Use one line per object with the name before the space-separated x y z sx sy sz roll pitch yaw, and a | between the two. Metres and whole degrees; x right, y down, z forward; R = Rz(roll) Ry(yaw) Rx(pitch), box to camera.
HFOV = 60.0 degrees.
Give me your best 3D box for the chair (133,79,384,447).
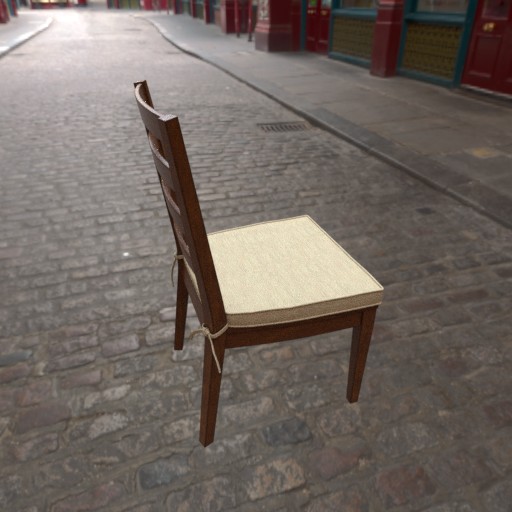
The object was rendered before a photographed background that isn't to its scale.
chair | 0.000 0.000 1.367 0.595 0.979 0.593 -10 31 -17
